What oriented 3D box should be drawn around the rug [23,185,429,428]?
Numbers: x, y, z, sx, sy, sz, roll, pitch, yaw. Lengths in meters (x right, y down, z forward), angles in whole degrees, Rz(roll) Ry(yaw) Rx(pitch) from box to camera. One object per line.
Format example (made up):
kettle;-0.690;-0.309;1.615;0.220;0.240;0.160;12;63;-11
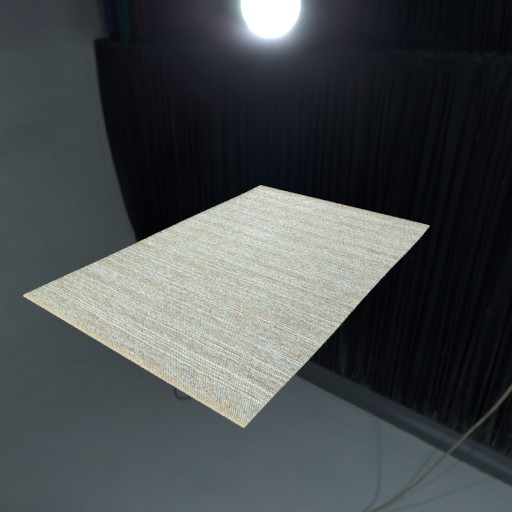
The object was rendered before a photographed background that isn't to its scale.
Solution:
rug;0.000;0.000;2.303;1.240;0.010;1.824;19;33;31
